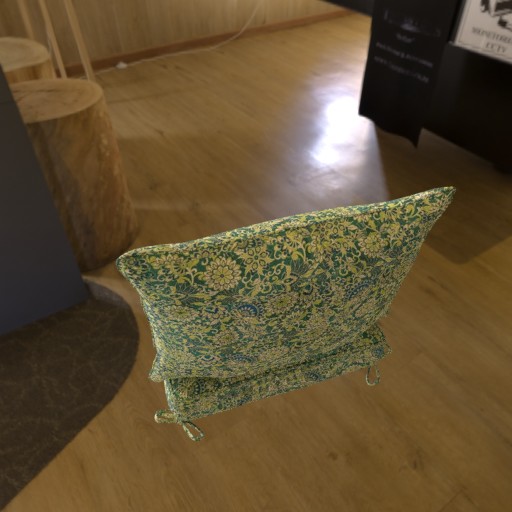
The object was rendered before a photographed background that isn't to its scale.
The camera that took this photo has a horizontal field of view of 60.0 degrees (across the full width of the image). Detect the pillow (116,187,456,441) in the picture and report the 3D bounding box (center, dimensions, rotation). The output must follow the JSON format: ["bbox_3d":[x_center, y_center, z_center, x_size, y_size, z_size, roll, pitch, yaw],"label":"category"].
[{"bbox_3d":[0.000,0.000,1.359,0.798,0.722,0.740,-13,45,-13],"label":"pillow"}]
